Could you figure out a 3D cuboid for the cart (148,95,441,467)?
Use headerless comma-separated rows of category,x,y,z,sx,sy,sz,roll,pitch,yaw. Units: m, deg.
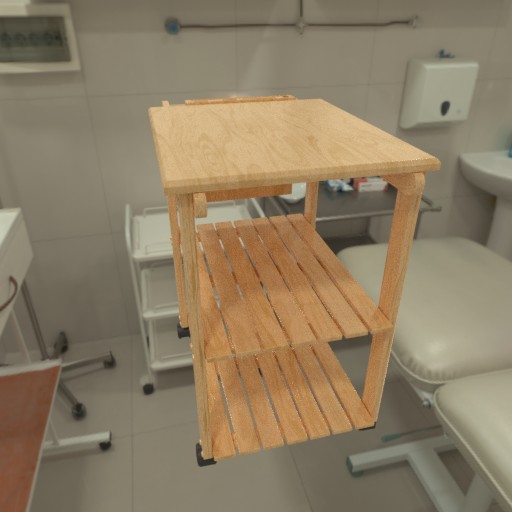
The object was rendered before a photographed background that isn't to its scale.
cart,0.000,0.000,1.323,0.520,0.816,0.843,-7,31,-12
